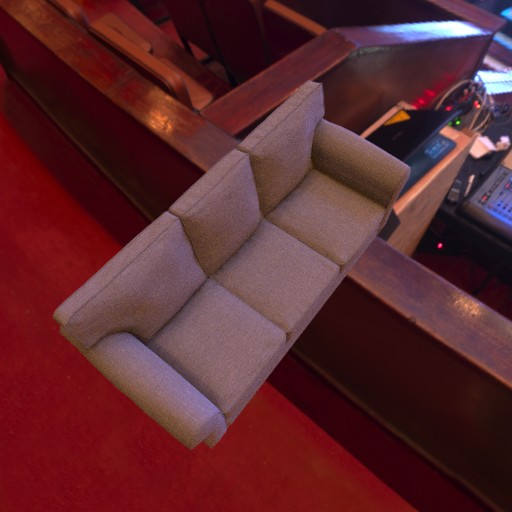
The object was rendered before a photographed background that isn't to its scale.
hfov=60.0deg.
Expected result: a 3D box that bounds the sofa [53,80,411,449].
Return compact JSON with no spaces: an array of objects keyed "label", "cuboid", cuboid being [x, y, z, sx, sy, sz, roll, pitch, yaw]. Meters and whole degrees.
[{"label":"sofa","cuboid":[0.000,0.000,2.629,0.916,0.961,2.084,34,65,18]}]
